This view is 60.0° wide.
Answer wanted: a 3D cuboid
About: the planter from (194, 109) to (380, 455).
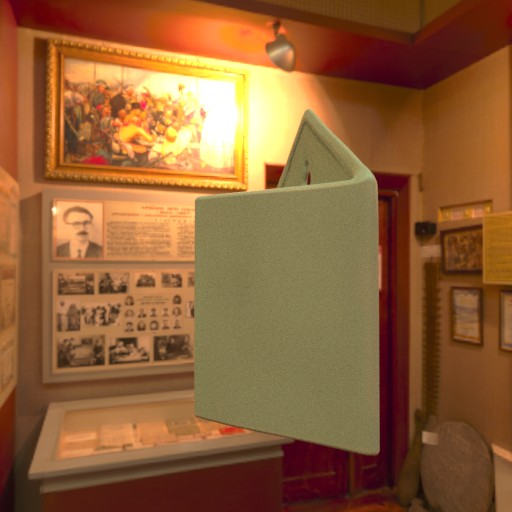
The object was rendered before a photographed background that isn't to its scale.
[{"bbox_3d":[0.000,0.000,0.285,0.079,0.197,0.164,0,-1,-17],"label":"planter"}]
